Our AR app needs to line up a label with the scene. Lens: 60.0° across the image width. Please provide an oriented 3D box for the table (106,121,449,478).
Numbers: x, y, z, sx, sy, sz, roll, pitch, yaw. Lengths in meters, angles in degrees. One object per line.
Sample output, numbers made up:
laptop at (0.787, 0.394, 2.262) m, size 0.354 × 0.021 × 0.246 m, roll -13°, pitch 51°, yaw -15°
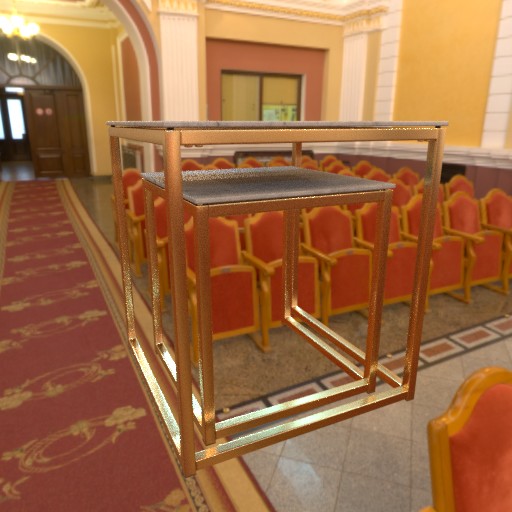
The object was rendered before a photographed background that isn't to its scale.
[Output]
table at (0.000, 0.000, 0.860) m, size 0.450 × 0.500 × 0.450 m, roll -8°, pitch 19°, yaw -25°
